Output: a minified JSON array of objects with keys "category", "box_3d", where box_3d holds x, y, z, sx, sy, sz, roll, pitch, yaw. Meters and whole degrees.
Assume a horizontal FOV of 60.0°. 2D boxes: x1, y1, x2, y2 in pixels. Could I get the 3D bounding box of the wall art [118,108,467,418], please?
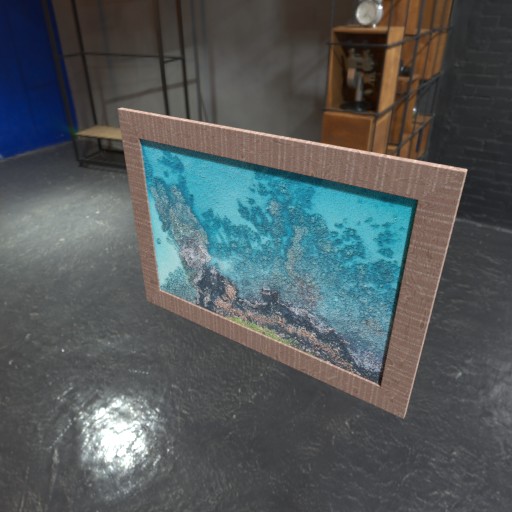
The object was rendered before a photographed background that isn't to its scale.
[{"category":"wall art","box_3d":[0.000,0.000,1.370,1.056,0.761,0.020,19,35,28]}]
